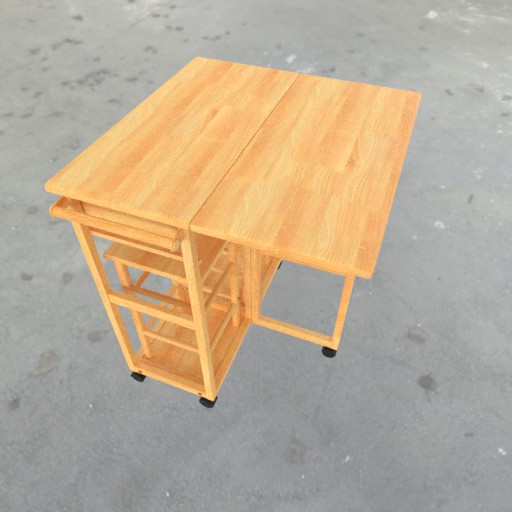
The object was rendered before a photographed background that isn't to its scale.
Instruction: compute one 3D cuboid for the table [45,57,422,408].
[{"bbox_3d":[0.000,0.000,1.361,0.693,0.832,0.752,16,48,15],"label":"table"}]
